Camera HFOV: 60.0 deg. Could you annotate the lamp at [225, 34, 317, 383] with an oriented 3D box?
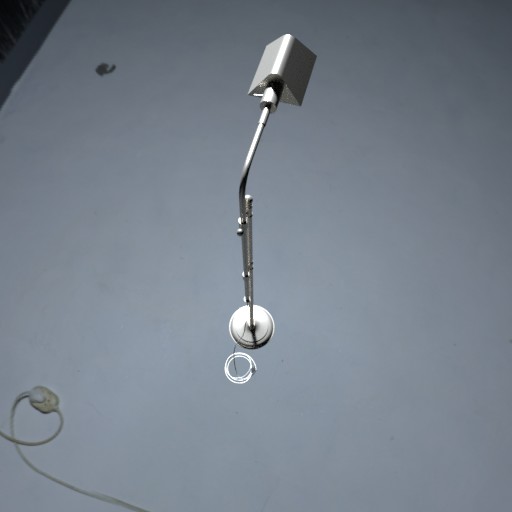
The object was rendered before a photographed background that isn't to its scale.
[{"bbox_3d":[0.000,0.000,1.845,0.256,1.571,0.813,15,66,7],"label":"lamp"}]
